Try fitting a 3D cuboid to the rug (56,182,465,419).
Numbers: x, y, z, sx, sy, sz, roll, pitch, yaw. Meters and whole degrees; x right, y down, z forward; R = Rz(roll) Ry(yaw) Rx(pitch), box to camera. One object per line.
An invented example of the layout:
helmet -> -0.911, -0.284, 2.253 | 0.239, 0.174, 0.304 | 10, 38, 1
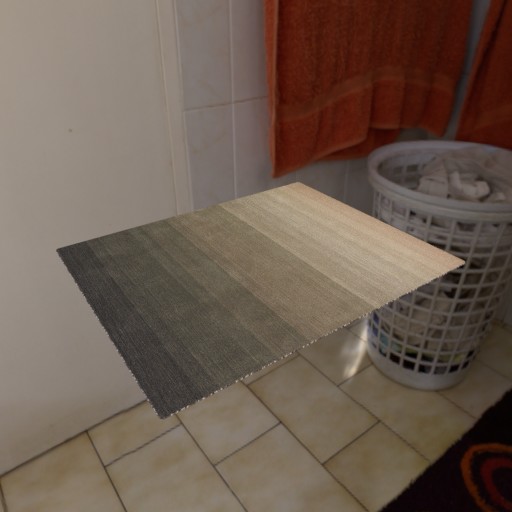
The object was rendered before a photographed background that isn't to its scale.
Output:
rug -> 0.000, 0.000, 3.980 | 2.902, 0.017, 2.305 | -20, 36, -29
